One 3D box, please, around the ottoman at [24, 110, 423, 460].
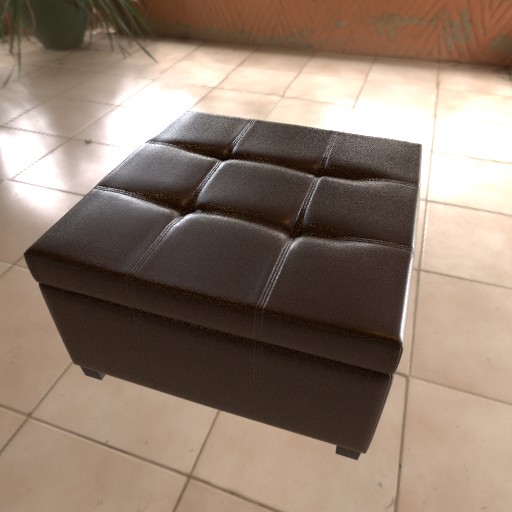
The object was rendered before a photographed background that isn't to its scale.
[{"bbox_3d":[0.000,0.000,1.243,0.788,0.460,0.787,12,42,14],"label":"ottoman"}]
